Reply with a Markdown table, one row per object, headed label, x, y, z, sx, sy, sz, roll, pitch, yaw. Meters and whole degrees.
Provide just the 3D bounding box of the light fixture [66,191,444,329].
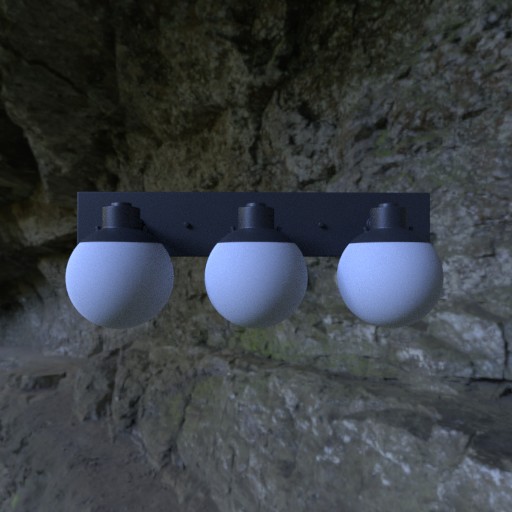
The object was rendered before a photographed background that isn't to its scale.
| label | x | y | z | sx | sy | sz | roll | pitch | yaw |
| --- | --- | --- | --- | --- | --- | --- | --- | --- | --- |
| light fixture | 0.000 | 0.000 | 0.825 | 0.721 | 0.263 | 0.218 | 0 | -1 | -1 |
